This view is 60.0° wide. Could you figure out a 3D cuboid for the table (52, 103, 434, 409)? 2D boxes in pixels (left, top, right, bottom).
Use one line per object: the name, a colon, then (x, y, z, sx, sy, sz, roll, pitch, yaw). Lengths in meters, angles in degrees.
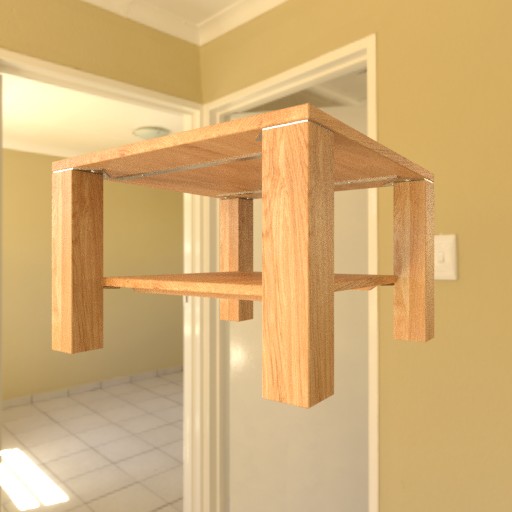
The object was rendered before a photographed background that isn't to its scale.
table: (0.000, 0.000, 1.137, 0.700, 0.450, 0.700, 0, 0, 36)
